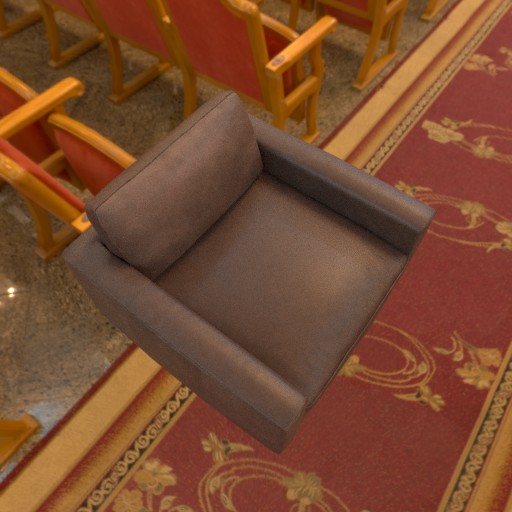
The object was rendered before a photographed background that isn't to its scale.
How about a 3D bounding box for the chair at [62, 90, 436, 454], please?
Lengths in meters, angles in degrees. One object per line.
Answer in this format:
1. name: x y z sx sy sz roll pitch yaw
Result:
1. chair: 0.000 0.000 1.845 1.069 0.812 1.100 33 64 18
